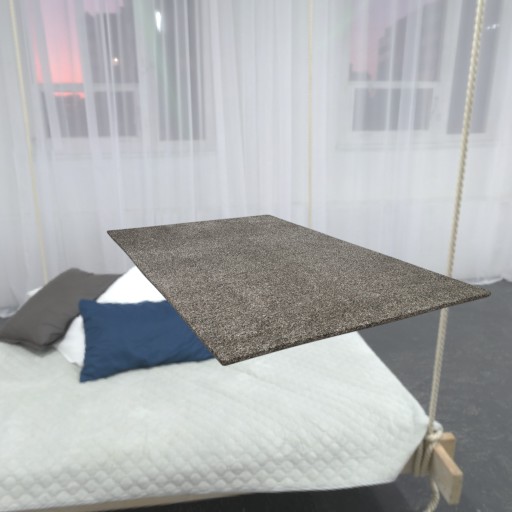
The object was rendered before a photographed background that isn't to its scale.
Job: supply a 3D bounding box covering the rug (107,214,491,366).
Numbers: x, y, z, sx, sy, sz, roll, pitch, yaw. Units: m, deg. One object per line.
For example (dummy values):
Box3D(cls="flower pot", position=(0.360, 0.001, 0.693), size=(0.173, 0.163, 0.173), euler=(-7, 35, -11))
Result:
Box3D(cls="rug", position=(0.000, 0.000, 2.923), size=(1.501, 0.025, 2.352), euler=(-8, 18, -26))
